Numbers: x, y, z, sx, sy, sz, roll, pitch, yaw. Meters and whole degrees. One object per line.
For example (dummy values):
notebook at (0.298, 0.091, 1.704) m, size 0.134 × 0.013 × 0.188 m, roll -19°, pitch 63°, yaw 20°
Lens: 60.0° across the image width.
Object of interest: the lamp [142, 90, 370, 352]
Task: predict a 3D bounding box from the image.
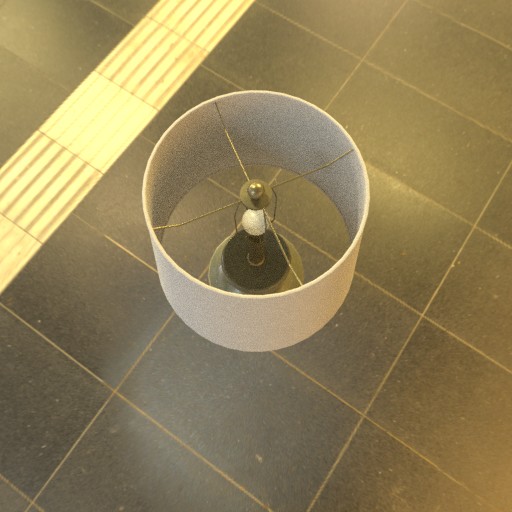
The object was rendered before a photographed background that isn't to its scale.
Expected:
lamp at (0.000, 0.000, 0.557) m, size 0.239 × 0.399 × 0.239 m, roll 0°, pitch 73°, yaw 0°
